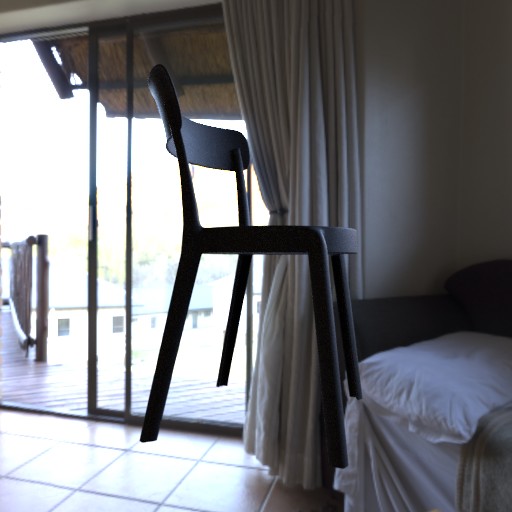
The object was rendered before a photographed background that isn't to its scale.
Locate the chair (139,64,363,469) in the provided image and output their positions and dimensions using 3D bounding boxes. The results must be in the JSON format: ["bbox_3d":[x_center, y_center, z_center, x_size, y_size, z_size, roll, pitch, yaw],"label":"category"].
[{"bbox_3d":[0.000,0.000,1.101,0.491,0.790,0.506,0,-1,17],"label":"chair"}]
